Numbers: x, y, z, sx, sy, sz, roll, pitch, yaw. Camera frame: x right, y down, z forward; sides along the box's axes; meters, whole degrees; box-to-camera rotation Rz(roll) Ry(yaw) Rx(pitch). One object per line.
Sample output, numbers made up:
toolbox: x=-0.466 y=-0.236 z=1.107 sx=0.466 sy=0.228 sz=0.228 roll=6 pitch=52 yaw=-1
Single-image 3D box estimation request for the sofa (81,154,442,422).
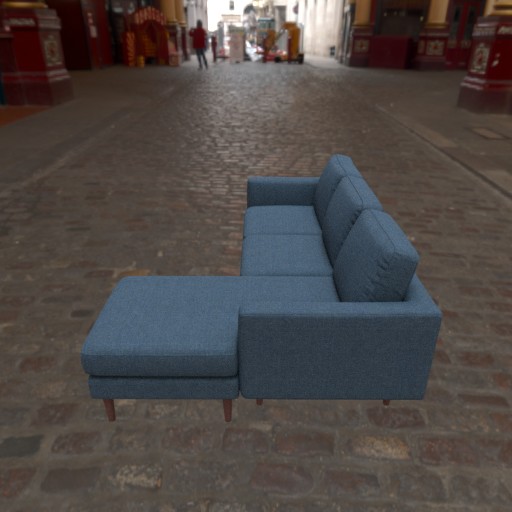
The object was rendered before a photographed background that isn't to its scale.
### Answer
sofa: x=0.000 y=0.000 z=2.960 sx=1.667 sy=0.957 sz=2.055 roll=0 pitch=27 yaw=0
